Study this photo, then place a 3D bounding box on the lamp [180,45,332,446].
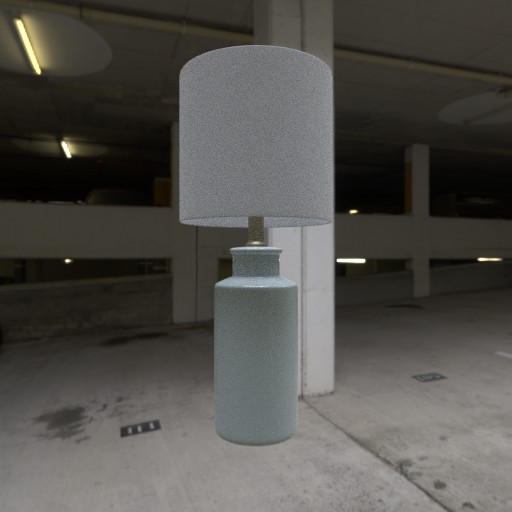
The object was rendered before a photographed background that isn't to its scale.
[{"bbox_3d":[0.000,0.000,0.624,0.212,0.493,0.212,0,0,-19],"label":"lamp"}]
